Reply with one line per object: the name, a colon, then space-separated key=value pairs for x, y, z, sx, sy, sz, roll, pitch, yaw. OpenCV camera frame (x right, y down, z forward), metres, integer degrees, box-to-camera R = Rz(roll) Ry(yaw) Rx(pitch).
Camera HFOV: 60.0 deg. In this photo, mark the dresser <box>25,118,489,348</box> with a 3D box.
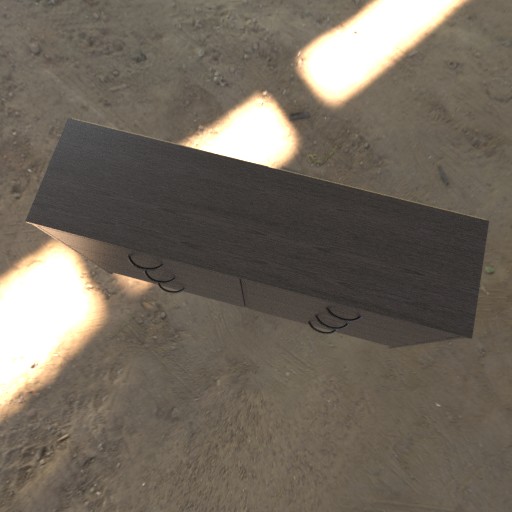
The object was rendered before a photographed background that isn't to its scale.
dresser: x=0.000 y=0.000 z=1.707 sx=1.360 sy=0.755 sz=0.401 roll=14 pitch=76 yaw=4
